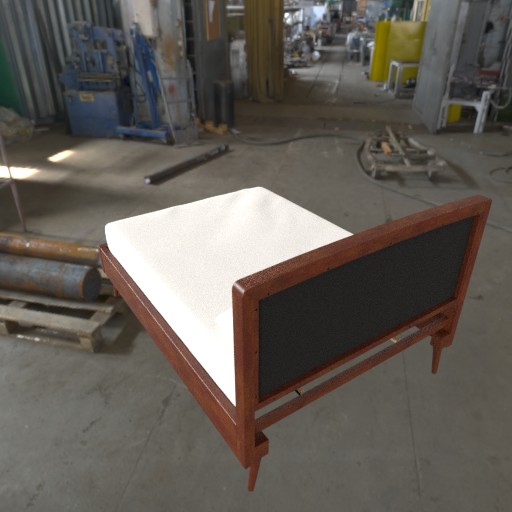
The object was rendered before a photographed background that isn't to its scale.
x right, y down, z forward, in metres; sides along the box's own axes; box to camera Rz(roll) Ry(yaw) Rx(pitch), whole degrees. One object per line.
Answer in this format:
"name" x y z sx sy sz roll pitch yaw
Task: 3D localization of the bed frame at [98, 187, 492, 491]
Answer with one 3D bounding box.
"bed frame" 0.000 0.000 3.060 1.587 1.279 2.171 -18 34 -29
